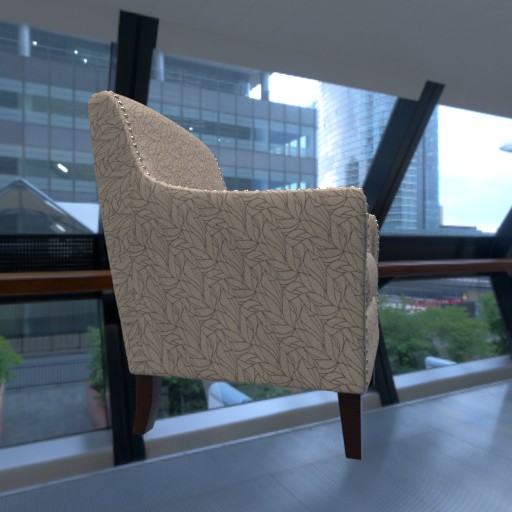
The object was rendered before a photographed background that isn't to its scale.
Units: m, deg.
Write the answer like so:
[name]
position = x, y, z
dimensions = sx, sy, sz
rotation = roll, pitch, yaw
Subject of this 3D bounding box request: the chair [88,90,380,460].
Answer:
[chair]
position = 0.000, 0.000, 1.244
dimensions = 0.651, 0.816, 0.623
rotation = 0, 0, 17
